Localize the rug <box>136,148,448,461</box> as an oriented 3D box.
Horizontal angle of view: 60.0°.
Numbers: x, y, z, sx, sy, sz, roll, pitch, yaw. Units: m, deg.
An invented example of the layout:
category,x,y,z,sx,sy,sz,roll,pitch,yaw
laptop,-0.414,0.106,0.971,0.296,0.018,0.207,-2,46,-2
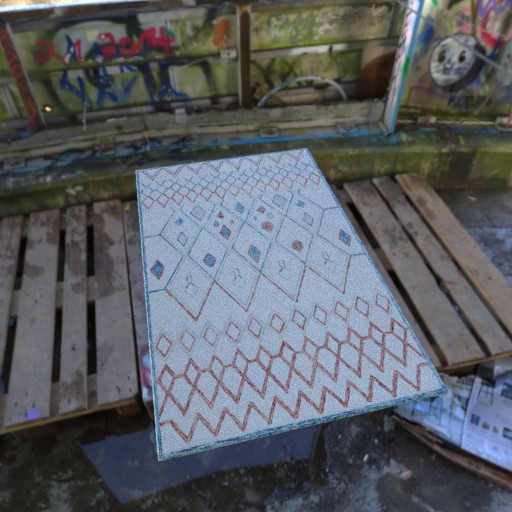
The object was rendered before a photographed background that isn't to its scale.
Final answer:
category,x,y,z,sx,sy,sz,roll,pitch,yaw
rug,0.000,0.000,3.051,1.524,0.015,2.438,-10,46,-9
